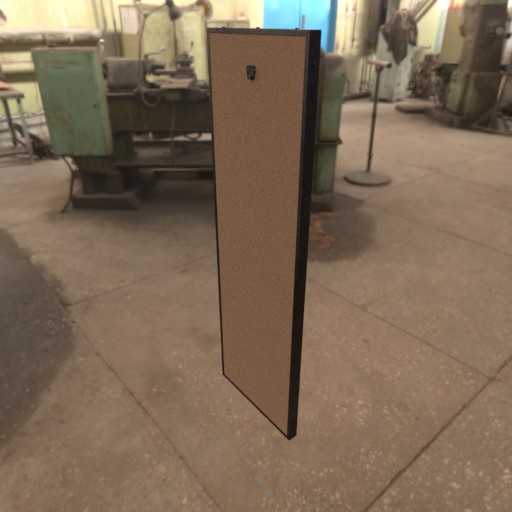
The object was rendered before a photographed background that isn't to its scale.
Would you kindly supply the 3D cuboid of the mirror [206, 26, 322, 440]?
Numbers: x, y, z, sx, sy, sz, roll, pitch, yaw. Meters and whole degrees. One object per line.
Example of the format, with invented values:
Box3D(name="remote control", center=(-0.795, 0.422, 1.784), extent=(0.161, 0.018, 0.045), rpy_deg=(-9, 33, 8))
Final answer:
Box3D(name="mirror", center=(0.000, 0.000, 1.176), extent=(0.042, 1.080, 0.354), rpy_deg=(-20, 34, -33))
